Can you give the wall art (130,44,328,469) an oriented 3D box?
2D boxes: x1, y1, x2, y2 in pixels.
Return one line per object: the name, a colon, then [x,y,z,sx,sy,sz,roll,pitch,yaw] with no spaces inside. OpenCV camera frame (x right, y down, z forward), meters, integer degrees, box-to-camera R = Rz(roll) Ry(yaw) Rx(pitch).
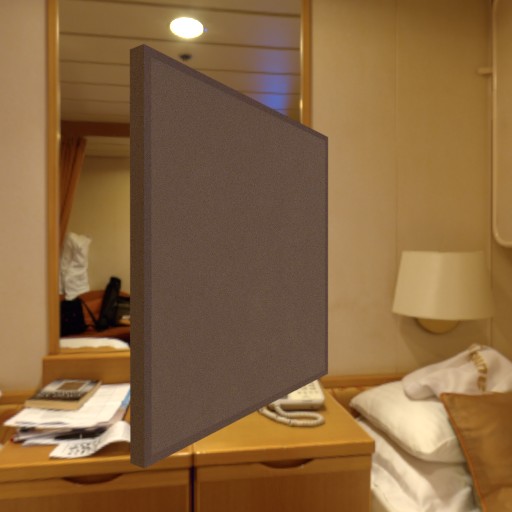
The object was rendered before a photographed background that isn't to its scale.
wall art: [0.000,0.000,1.116,0.038,0.758,0.761,0,0,34]
